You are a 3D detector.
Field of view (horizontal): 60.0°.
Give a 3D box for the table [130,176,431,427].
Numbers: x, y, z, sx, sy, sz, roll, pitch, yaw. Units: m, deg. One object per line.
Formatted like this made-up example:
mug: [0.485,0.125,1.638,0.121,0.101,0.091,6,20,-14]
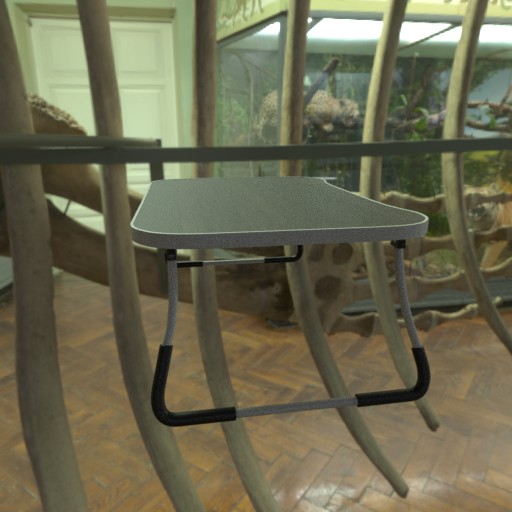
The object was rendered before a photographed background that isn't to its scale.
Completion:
table: [0.000,0.000,0.838,0.400,0.232,0.660,-3,16,-9]
